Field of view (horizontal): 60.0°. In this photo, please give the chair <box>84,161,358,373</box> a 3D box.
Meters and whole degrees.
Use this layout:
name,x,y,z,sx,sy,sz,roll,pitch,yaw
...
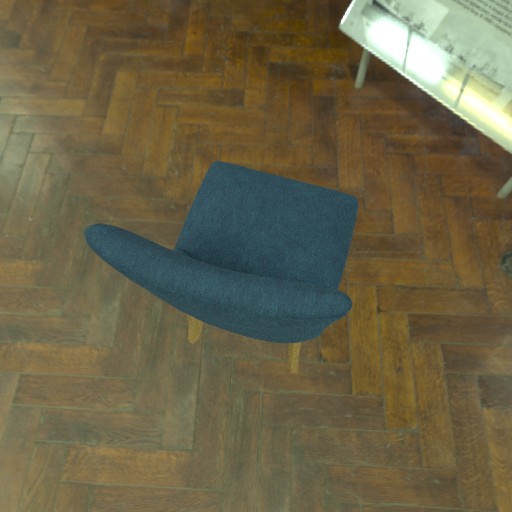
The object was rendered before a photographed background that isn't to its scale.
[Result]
name,x,y,z,sx,sy,sz,roll,pitch,yaw
chair,0.000,0.000,1.236,0.495,0.902,0.609,16,65,7
